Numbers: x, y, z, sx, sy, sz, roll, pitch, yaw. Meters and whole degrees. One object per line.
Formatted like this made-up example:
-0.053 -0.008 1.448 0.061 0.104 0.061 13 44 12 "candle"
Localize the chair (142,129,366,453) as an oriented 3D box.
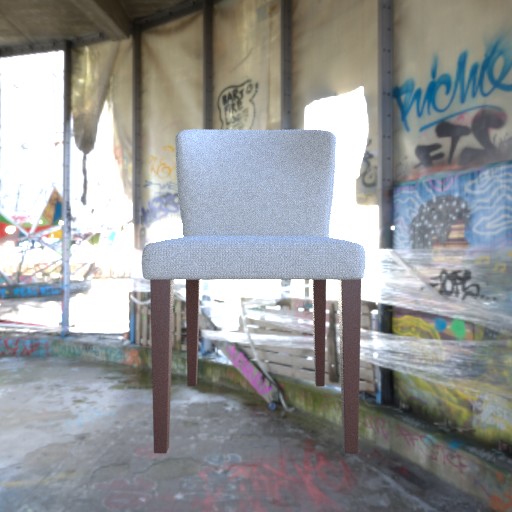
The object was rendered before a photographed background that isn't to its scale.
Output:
0.000 0.000 1.208 0.491 0.839 0.589 0 0 0 "chair"
